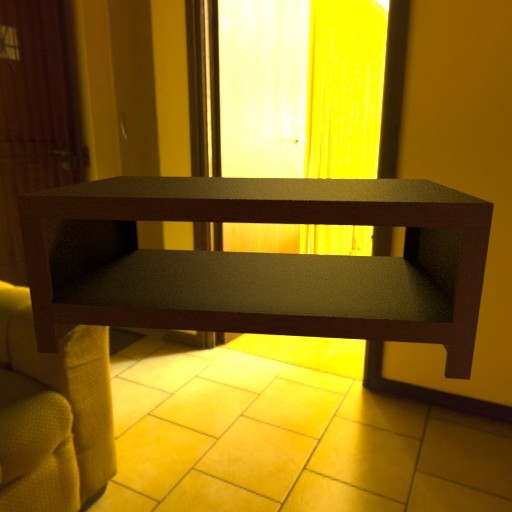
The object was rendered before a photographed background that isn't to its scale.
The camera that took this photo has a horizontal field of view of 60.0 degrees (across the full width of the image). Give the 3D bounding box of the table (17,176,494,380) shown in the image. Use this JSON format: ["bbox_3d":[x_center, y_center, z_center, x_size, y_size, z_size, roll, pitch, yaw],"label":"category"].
[{"bbox_3d":[0.000,0.000,1.352,1.099,0.424,0.597,2,15,7],"label":"table"}]
